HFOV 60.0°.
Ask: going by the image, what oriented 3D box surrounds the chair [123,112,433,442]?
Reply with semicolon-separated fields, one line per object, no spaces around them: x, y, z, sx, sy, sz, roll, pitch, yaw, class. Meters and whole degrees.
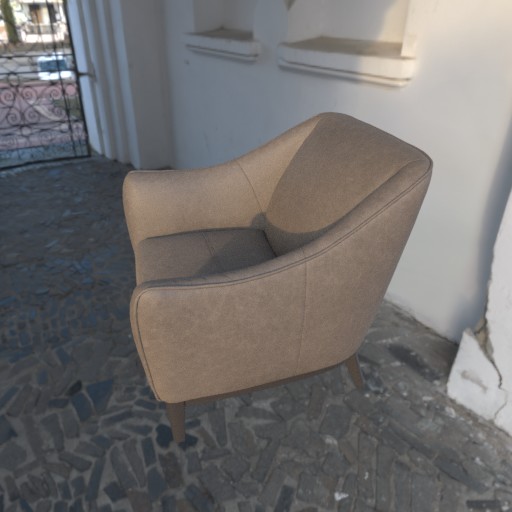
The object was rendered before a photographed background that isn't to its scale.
0.000;0.000;1.543;0.852;0.830;0.871;-8;31;-14;chair
